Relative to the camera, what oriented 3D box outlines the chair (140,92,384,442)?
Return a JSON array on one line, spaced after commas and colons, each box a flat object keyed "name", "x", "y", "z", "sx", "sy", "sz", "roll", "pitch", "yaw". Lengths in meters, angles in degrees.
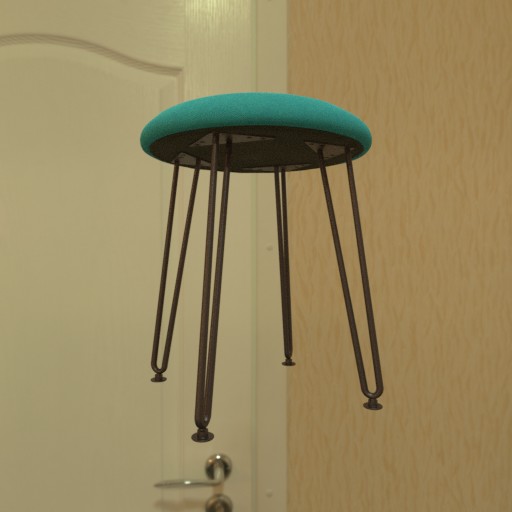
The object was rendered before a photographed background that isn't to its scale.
[{"name": "chair", "x": 0.000, "y": 0.000, "z": 0.695, "sx": 0.350, "sy": 0.430, "sz": 0.350, "roll": -1, "pitch": 1, "yaw": -36}]
